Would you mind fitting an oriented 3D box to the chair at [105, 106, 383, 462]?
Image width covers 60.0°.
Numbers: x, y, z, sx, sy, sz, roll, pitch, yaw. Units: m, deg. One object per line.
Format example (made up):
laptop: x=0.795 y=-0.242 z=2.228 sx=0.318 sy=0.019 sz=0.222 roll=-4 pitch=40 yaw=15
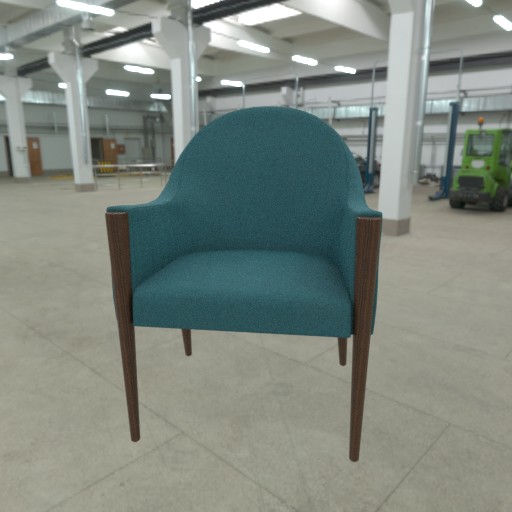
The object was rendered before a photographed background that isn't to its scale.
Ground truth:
chair: x=0.000 y=0.000 z=1.329 sx=0.656 sy=0.907 sz=0.652 roll=2 pitch=14 yaw=8
